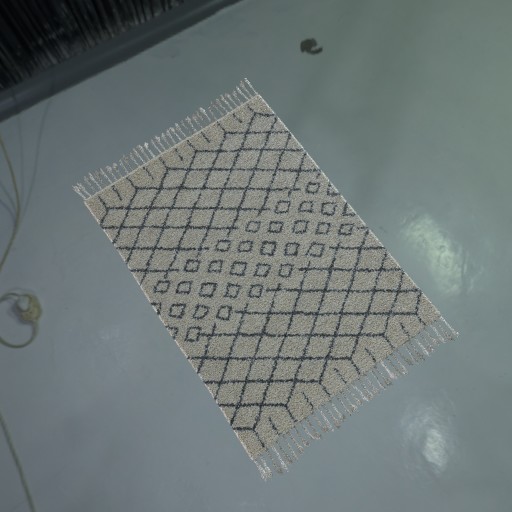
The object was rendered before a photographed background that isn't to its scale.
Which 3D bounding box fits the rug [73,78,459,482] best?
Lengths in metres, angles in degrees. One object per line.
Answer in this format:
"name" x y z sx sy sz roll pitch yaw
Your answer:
"rug" 0.000 0.000 3.254 1.664 0.029 2.615 -34 77 -9
